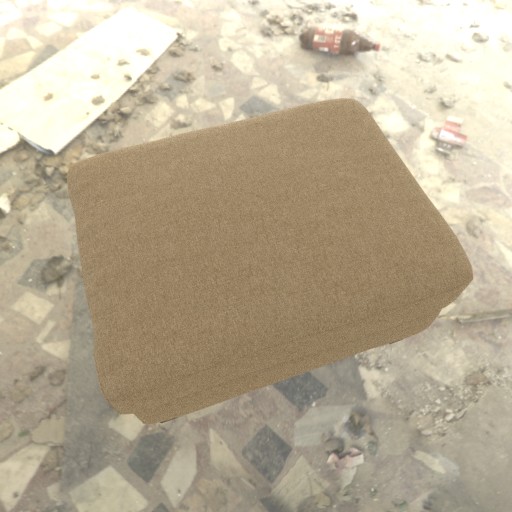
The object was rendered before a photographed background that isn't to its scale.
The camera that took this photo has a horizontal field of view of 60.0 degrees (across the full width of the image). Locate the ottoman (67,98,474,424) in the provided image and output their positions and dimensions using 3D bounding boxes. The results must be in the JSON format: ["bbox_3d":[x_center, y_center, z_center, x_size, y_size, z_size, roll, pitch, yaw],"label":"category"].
[{"bbox_3d":[0.000,0.000,1.282,0.889,0.511,0.692,-16,60,-10],"label":"ottoman"}]
